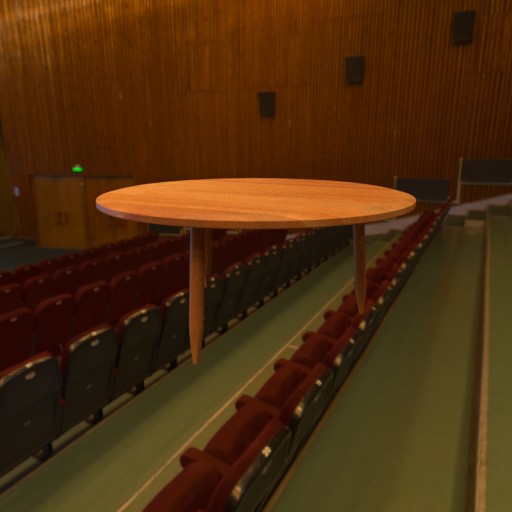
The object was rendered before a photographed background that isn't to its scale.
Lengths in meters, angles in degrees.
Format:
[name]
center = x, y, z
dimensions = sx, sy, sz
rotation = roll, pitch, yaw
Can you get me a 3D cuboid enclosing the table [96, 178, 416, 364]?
[table]
center = 0.000, 0.000, 1.369
dimensions = 0.900, 0.400, 0.900
rotation = 0, 15, 0
